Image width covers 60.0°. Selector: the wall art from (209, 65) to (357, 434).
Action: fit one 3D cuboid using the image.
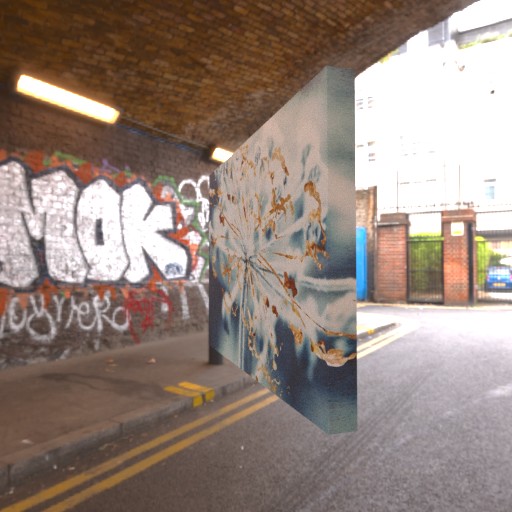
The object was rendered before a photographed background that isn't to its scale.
[{"bbox_3d":[0.000,0.000,0.780,0.036,0.405,0.607,1,-2,-18],"label":"wall art"}]
